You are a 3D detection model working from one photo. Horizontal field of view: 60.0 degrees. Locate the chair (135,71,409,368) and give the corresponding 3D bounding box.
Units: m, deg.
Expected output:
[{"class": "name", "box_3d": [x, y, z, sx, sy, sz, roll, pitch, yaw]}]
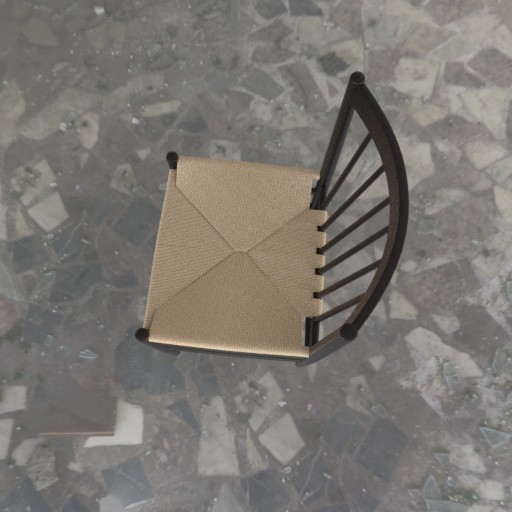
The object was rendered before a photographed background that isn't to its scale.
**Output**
[{"class": "chair", "box_3d": [0.000, 0.000, 1.125, 0.516, 0.818, 0.495, 5, 73, 2]}]
